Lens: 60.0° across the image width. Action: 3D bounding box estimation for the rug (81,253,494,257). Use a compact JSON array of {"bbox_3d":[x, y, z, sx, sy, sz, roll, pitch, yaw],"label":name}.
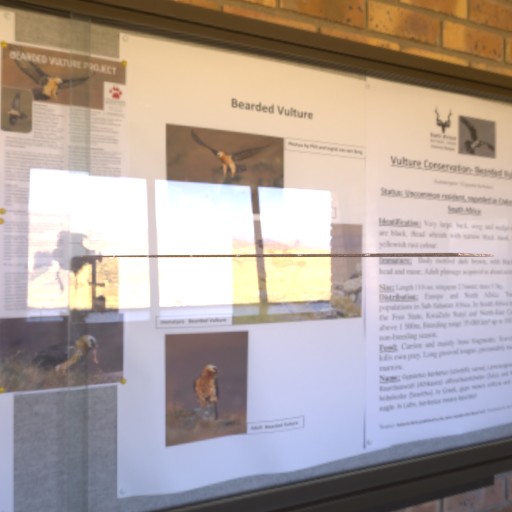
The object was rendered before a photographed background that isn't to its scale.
[{"bbox_3d":[0.000,0.000,2.690,2.464,0.012,0.773,0,0,36],"label":"rug"}]
